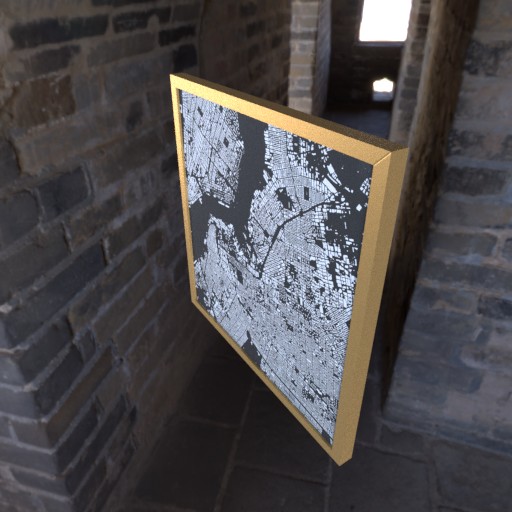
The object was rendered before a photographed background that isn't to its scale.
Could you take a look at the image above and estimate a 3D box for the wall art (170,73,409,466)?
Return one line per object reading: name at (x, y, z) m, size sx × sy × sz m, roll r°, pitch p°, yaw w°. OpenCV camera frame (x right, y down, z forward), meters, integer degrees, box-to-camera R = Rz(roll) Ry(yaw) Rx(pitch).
wall art at (0.000, 0.000, 2.839) m, size 0.099 × 1.926 × 1.926 m, roll -20°, pitch 37°, yaw -28°
